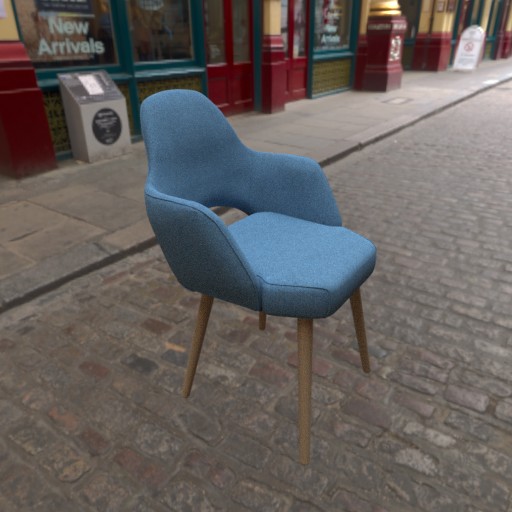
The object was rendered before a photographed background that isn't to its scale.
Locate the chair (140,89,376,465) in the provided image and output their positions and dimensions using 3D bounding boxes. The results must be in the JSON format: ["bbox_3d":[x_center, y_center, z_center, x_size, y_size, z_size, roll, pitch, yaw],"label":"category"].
[{"bbox_3d":[0.000,0.000,1.355,0.666,0.920,0.589,17,31,31],"label":"chair"}]
